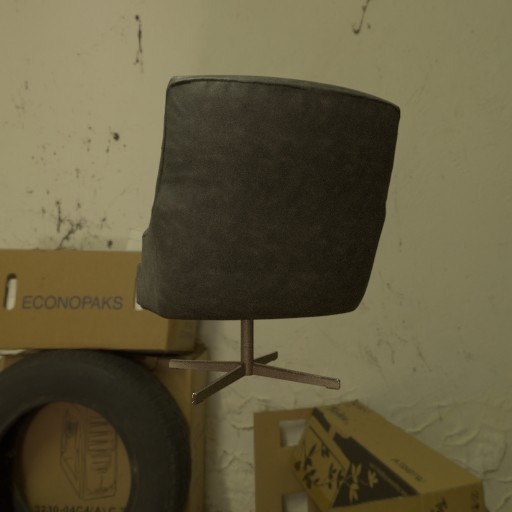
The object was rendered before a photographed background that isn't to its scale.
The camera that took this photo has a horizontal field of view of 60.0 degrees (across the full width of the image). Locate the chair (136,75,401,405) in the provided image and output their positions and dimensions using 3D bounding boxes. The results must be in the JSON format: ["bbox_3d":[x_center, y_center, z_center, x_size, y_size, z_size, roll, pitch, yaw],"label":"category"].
[{"bbox_3d":[0.000,0.000,1.497,0.738,0.870,0.874,0,-1,-19],"label":"chair"}]
